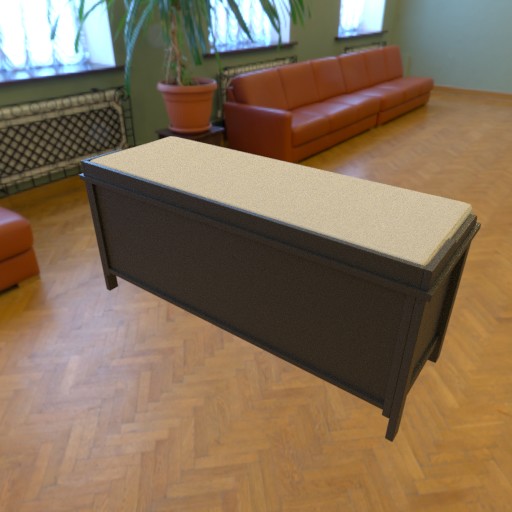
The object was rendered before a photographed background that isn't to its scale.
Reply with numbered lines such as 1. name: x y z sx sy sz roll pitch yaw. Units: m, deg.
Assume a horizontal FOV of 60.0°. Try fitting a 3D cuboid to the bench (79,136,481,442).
1. bench: 0.000 0.000 1.390 1.140 0.501 0.398 20 36 31
